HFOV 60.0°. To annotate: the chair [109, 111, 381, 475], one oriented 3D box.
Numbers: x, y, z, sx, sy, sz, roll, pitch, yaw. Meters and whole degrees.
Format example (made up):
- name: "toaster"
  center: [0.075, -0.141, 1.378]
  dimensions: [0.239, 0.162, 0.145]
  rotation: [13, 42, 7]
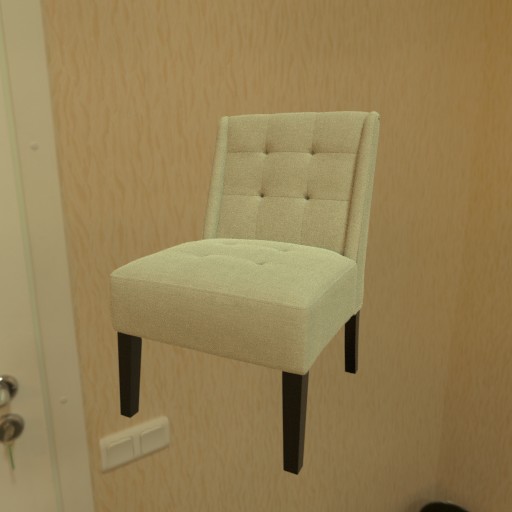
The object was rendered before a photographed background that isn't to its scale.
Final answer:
- name: "chair"
  center: [0.000, 0.000, 1.325]
  dimensions: [0.569, 0.853, 0.676]
  rotation: [7, 15, 26]
